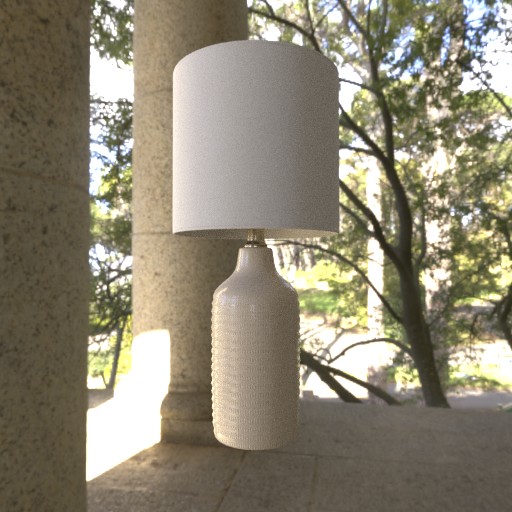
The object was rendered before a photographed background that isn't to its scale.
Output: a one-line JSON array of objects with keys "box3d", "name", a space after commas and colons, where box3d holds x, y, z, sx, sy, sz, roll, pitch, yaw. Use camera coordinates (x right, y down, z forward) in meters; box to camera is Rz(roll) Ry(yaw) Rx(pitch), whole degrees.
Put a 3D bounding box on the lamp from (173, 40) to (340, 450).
[{"box3d": [0.000, 0.000, 0.596, 0.220, 0.475, 0.220, 0, -1, -19], "name": "lamp"}]
